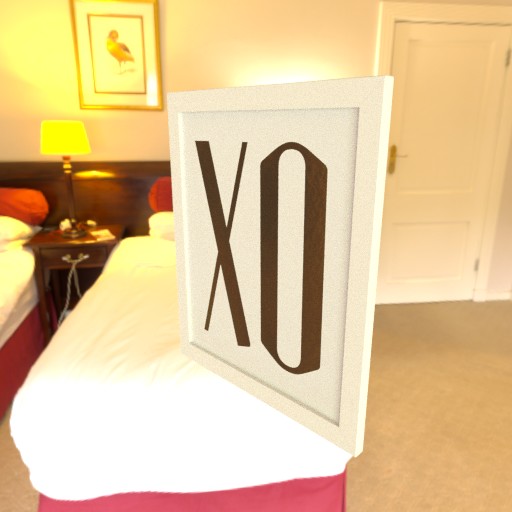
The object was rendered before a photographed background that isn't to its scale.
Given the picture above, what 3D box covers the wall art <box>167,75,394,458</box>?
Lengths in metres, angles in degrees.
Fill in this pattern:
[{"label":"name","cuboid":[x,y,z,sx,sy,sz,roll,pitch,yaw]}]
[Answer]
[{"label":"wall art","cuboid":[0.000,0.000,0.747,0.020,0.536,0.444,-16,23,-43]}]
